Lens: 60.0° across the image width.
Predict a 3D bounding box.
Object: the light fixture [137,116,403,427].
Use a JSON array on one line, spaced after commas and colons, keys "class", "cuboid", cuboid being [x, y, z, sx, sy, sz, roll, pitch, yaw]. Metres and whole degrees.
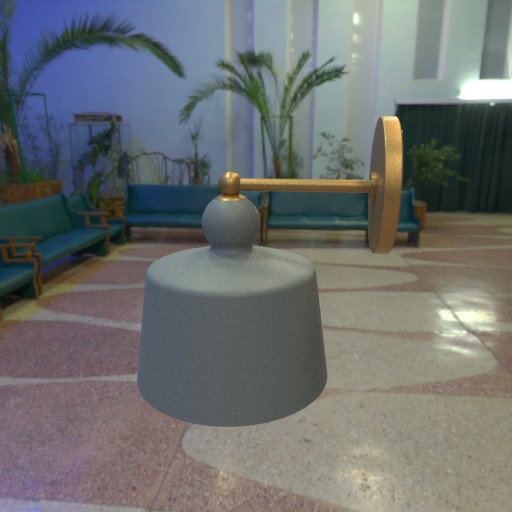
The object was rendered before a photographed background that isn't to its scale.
[{"class": "light fixture", "cuboid": [0.000, 0.000, 0.449, 0.254, 0.268, 0.204, 2, 15, 9]}]
